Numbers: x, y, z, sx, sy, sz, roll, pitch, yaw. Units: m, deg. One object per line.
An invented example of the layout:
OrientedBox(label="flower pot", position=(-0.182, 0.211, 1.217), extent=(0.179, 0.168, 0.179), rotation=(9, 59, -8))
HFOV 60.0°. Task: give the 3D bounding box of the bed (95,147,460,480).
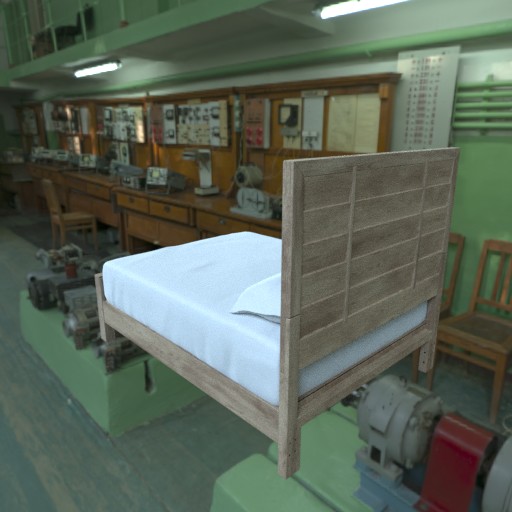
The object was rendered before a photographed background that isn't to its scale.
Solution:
OrientedBox(label="bed", position=(0.000, 0.000, 3.369), extent=(1.626, 1.626, 2.197), rotation=(-15, 22, -41))
